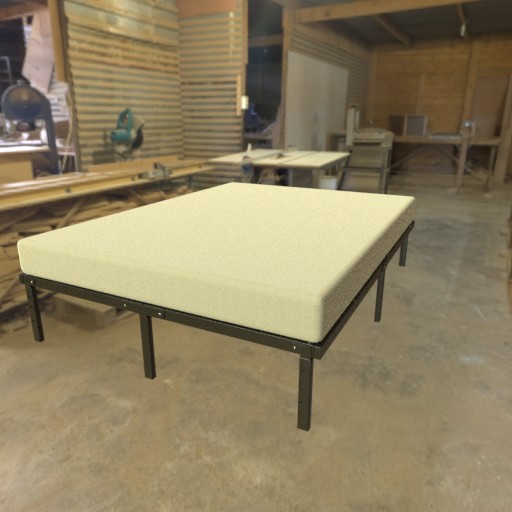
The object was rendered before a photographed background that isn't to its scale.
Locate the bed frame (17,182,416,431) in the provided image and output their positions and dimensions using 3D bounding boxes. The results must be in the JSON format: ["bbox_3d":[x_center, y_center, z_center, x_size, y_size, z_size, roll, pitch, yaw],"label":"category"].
[{"bbox_3d":[0.000,0.000,3.473,1.990,0.680,2.635,9,20,26],"label":"bed frame"}]
